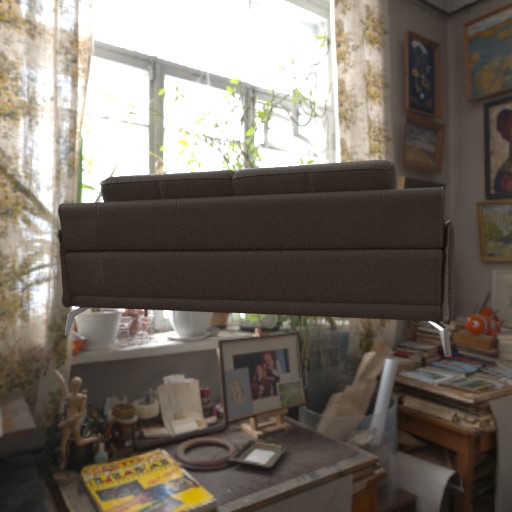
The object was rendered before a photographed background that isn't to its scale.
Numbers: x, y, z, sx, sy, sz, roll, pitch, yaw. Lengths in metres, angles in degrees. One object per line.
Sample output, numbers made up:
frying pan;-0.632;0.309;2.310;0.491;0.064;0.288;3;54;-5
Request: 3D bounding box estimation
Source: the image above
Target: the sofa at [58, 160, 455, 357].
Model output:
sofa;0.000;0.000;2.622;2.101;0.930;1.049;0;0;16
